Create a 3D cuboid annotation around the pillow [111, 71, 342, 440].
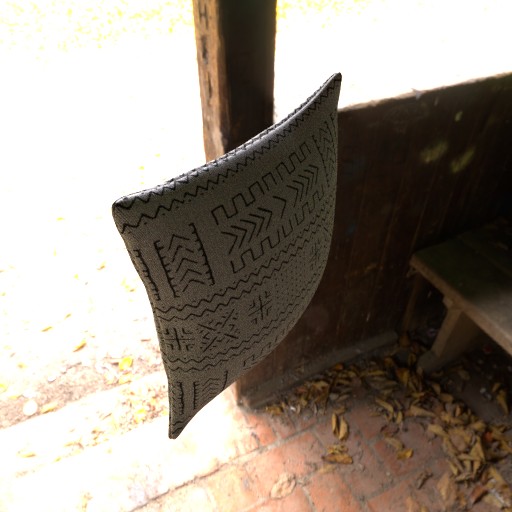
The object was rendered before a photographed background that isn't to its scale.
[{"bbox_3d":[0.000,0.000,0.658,0.164,0.430,0.438,25,47,26],"label":"pillow"}]
